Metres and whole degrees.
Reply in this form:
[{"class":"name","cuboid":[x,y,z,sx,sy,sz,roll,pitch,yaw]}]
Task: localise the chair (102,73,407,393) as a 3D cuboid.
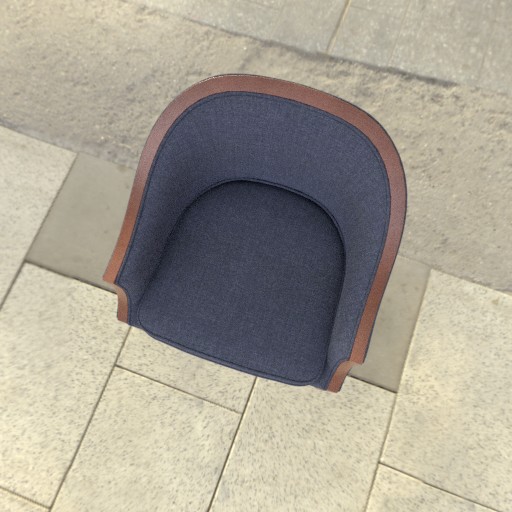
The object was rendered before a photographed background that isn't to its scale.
[{"class":"chair","cuboid":[0.000,0.000,1.469,0.803,0.876,0.735,17,75,5]}]
